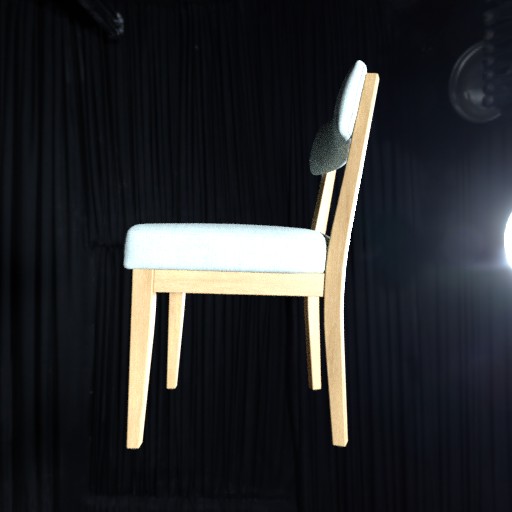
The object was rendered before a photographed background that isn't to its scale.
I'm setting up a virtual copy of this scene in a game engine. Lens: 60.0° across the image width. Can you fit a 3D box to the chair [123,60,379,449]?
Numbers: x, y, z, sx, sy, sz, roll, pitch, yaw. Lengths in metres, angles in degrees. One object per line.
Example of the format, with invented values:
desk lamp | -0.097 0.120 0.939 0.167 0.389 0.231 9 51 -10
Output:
chair | 0.000 0.000 1.171 0.572 0.832 0.508 0 0 0
